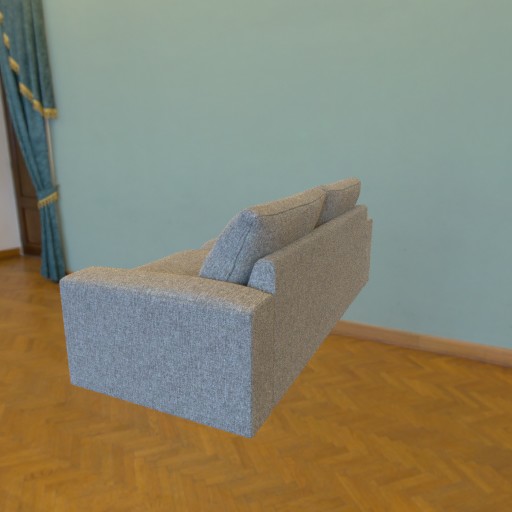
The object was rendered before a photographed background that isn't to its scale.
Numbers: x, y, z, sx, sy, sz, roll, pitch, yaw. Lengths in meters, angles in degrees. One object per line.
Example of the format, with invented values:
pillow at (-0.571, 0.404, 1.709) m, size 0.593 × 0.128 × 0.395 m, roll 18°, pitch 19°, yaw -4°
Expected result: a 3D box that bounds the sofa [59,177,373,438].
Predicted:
sofa at (0.000, 0.000, 2.852) m, size 1.040 × 0.922 × 2.299 m, roll 7°, pitch 16°, yaw 24°
